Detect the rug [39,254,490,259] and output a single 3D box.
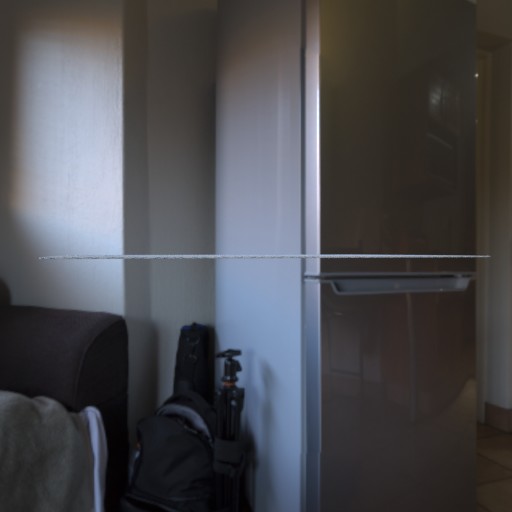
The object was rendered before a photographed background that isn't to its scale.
[{"bbox_3d":[0.000,0.000,2.977,2.441,0.008,1.526,0,1,-19],"label":"rug"}]
